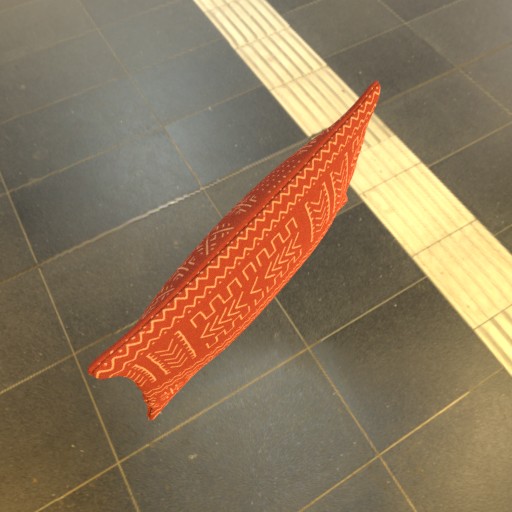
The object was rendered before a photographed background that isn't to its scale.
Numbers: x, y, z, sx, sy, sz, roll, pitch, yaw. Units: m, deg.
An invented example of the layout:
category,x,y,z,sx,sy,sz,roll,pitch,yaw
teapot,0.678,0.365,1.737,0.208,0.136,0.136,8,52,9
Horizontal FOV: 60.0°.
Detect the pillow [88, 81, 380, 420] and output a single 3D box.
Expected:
category,x,y,z,sx,sy,sz,roll,pitch,yaw
pillow,0.000,0.000,0.782,0.130,0.352,0.640,36,68,17
